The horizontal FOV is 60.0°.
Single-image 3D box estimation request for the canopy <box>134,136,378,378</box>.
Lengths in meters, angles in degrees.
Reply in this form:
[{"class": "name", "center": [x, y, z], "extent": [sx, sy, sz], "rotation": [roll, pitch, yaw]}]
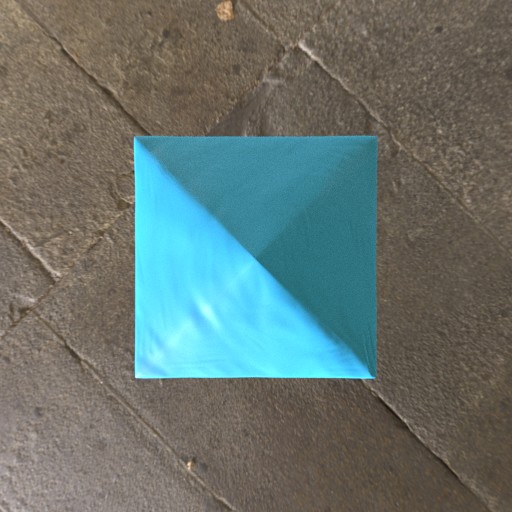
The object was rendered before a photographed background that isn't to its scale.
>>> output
[{"class": "canopy", "center": [0.000, 0.000, 5.193], "extent": [2.848, 2.849, 2.849], "rotation": [0, 91, 0]}]
